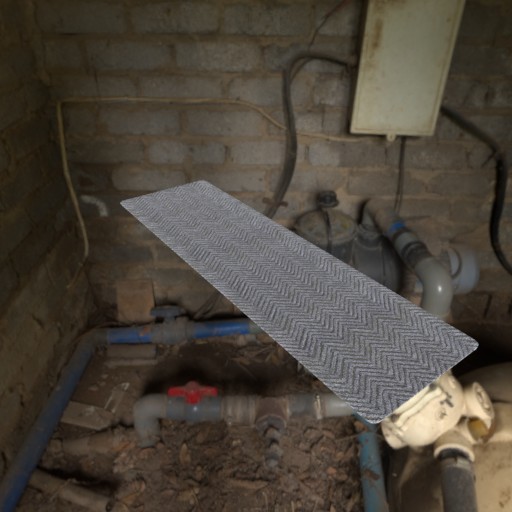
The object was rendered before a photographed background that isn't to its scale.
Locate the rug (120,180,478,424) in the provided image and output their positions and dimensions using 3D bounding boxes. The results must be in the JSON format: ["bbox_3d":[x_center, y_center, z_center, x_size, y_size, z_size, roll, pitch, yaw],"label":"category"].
[{"bbox_3d":[0.000,0.000,2.488,0.686,0.008,2.286,-21,38,-30],"label":"rug"}]
